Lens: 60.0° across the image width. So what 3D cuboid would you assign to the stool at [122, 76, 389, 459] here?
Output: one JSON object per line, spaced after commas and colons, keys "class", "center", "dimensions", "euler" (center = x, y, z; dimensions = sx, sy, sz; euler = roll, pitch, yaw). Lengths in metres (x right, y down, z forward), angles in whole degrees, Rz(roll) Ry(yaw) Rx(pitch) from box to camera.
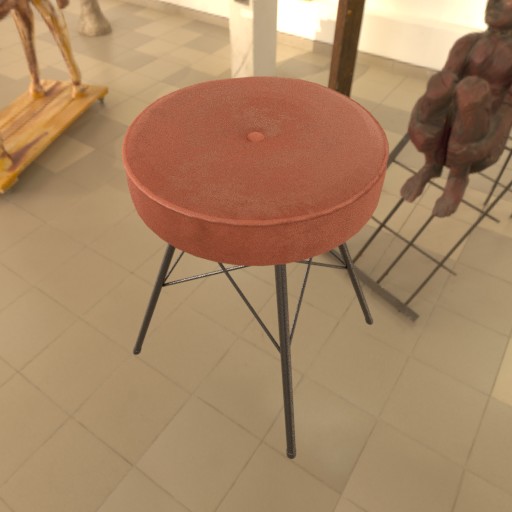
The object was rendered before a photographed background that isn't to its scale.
{"class": "stool", "center": [0.000, 0.000, 0.896], "dimensions": [0.457, 0.593, 0.421], "euler": [26, 52, 22]}
